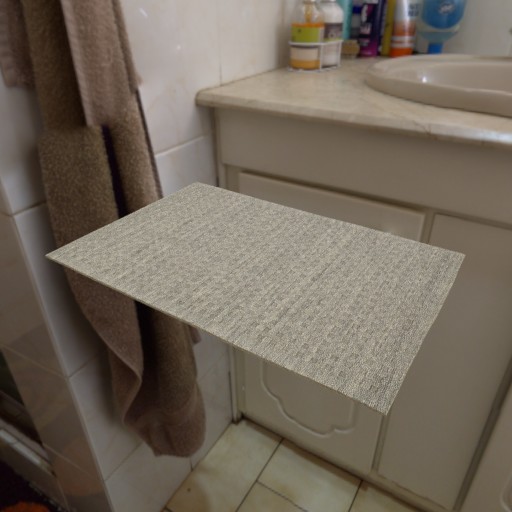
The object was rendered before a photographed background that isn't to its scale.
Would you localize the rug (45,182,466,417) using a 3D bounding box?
[{"bbox_3d":[0.000,0.000,2.898,2.297,0.018,1.532,19,36,28],"label":"rug"}]
